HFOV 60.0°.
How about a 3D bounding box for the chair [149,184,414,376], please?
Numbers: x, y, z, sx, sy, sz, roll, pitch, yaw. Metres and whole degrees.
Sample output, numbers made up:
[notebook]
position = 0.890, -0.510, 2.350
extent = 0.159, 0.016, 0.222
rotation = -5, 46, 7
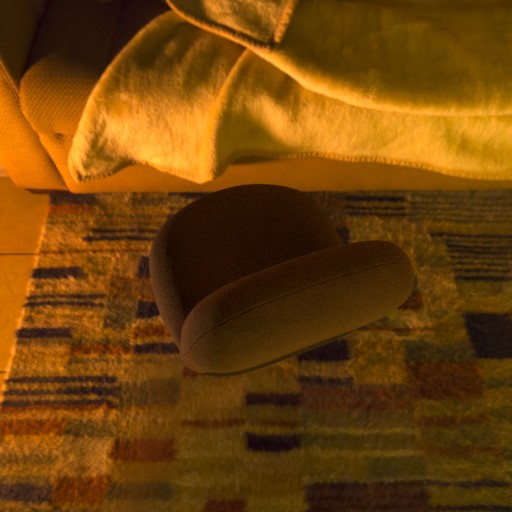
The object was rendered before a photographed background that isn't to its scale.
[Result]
[chair]
position = 0.000, 0.000, 1.049
extent = 0.521, 0.594, 0.597
rotation = -18, 61, -10
